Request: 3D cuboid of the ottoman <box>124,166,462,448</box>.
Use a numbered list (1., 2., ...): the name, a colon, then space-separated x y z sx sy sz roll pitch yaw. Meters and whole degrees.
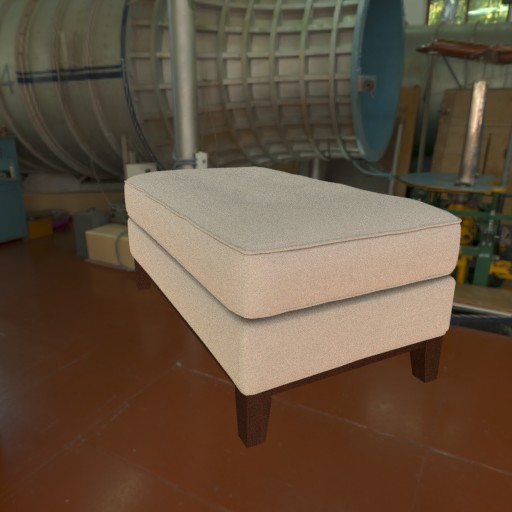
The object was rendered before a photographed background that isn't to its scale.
1. ottoman: 0.000 0.000 1.505 0.648 0.508 1.143 -9 20 -26
